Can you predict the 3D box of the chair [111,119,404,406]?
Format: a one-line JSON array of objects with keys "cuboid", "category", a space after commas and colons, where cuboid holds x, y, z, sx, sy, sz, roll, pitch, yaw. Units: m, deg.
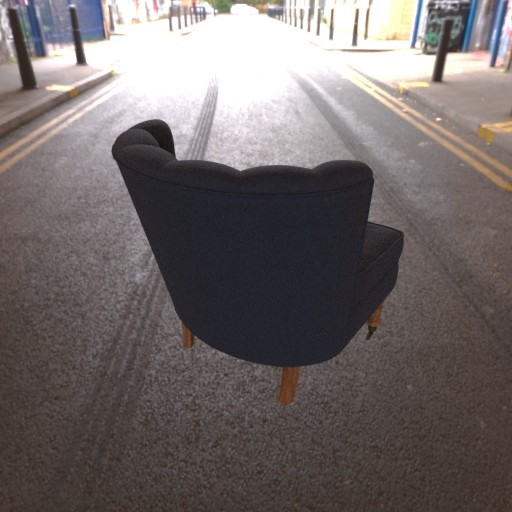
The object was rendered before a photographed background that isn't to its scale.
[{"cuboid": [0.000, 0.000, 1.364, 0.740, 0.771, 0.718, 21, 36, 32], "category": "chair"}]
